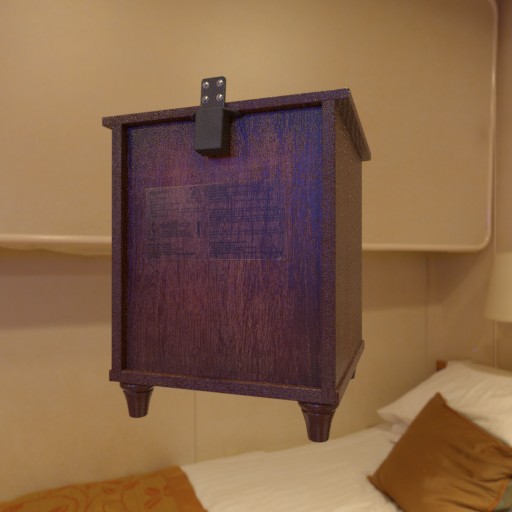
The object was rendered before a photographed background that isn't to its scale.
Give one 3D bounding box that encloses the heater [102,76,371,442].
[{"bbox_3d":[0.000,0.000,0.768,0.362,0.481,0.400,0,0,19],"label":"heater"}]
